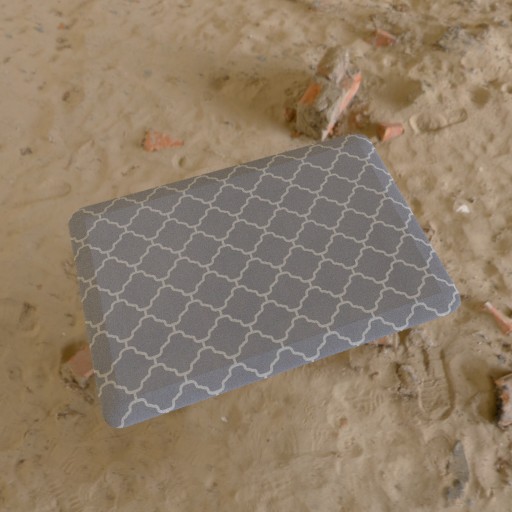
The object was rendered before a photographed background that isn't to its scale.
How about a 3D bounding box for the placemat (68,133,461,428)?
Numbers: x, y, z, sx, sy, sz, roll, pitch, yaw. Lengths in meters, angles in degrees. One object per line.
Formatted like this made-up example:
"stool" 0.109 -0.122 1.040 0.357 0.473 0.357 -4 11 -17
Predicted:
"placemat" 0.000 0.000 0.973 0.762 0.021 0.508 -17 65 -8
